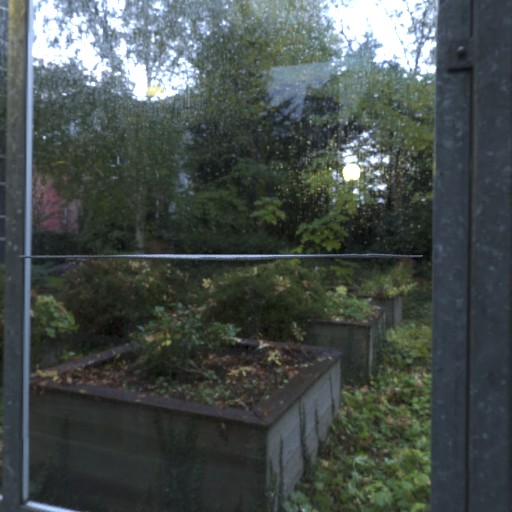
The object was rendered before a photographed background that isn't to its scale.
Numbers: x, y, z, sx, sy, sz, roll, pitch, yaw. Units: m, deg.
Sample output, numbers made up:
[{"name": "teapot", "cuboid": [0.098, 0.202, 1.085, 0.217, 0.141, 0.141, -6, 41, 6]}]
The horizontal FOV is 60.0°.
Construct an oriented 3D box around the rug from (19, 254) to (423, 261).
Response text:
[{"name": "rug", "cuboid": [0.000, 0.000, 2.242, 1.159, 0.021, 1.789, 0, 0, 36]}]
